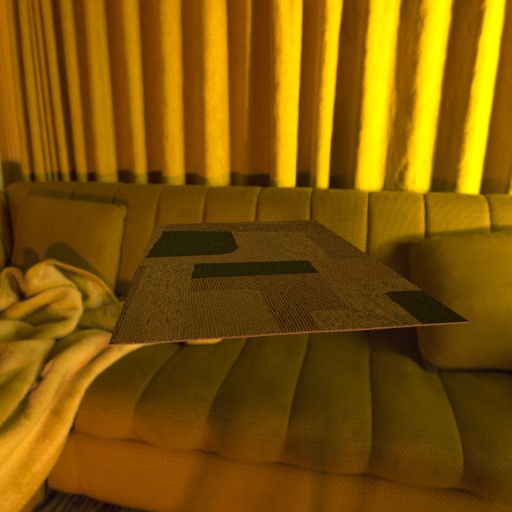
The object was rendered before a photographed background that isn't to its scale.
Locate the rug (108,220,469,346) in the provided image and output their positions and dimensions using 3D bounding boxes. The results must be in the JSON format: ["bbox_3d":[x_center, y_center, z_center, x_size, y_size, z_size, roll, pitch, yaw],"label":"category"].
[{"bbox_3d":[0.000,0.000,2.983,1.521,0.015,2.436,-2,15,-8],"label":"rug"}]
